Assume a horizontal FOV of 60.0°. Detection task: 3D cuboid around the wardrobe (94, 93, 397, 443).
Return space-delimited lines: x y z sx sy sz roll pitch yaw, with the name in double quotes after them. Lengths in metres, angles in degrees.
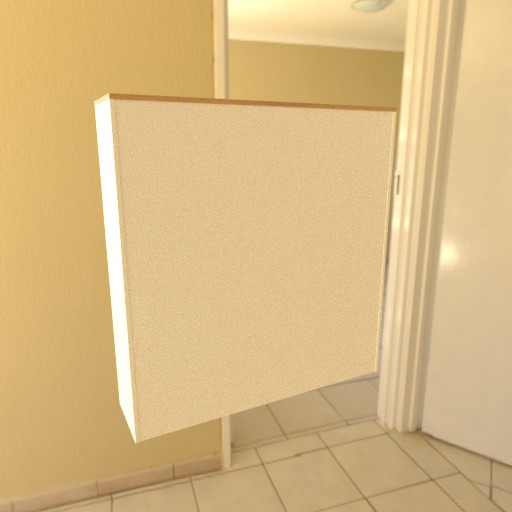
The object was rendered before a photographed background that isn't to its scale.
0.000 0.000 3.491 2.160 2.260 0.590 -7 16 -27 "wardrobe"
